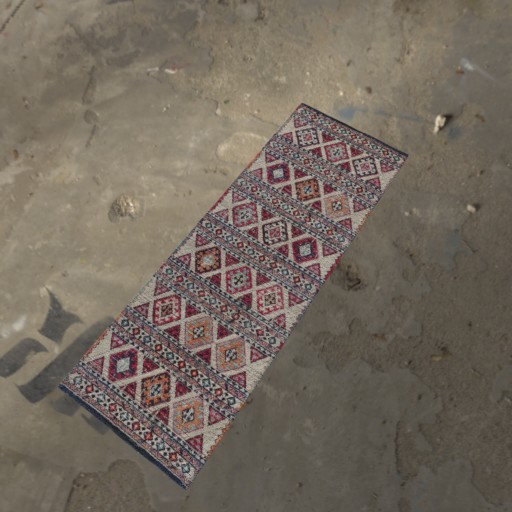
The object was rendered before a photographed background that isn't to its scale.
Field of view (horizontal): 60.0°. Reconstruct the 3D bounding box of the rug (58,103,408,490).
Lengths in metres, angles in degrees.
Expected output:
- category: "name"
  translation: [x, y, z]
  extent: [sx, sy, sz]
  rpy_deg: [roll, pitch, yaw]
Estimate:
- category: "rug"
  translation: [0.000, 0.000, 2.576]
  extent: [0.832, 0.008, 2.362]
  rpy_deg: [31, 67, 15]
